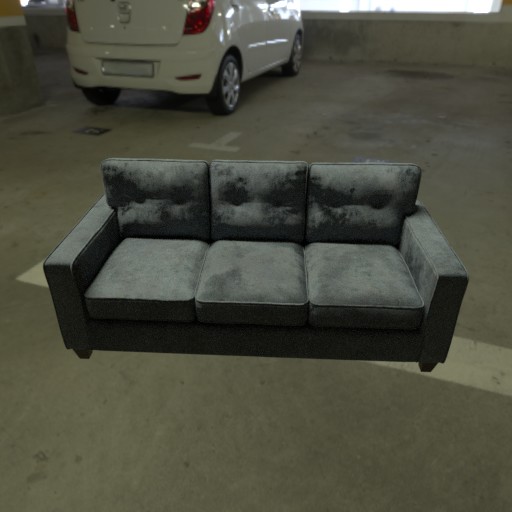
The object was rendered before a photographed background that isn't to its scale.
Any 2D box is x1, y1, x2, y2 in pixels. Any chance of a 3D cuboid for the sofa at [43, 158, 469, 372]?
[{"bbox_3d":[0.000,0.000,2.637,2.133,0.965,0.939,2,31,3],"label":"sofa"}]
